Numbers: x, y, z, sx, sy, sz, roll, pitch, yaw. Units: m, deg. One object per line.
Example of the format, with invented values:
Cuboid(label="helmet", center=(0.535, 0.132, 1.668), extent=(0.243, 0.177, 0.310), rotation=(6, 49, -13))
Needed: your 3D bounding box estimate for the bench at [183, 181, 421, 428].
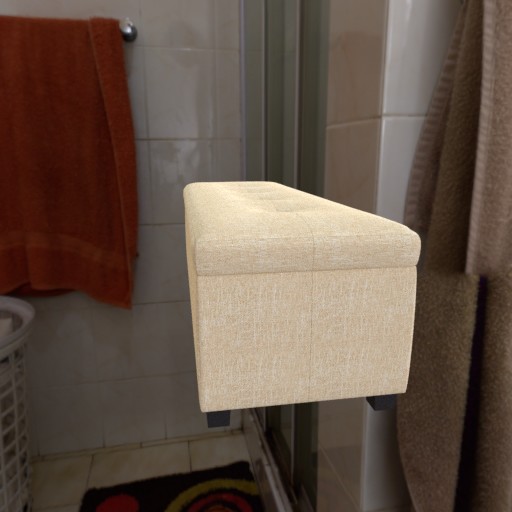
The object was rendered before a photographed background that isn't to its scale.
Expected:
Cuboid(label="bench", center=(0.000, 0.000, 1.411), extent=(0.432, 0.406, 1.219), rotation=(-2, 14, -9))
